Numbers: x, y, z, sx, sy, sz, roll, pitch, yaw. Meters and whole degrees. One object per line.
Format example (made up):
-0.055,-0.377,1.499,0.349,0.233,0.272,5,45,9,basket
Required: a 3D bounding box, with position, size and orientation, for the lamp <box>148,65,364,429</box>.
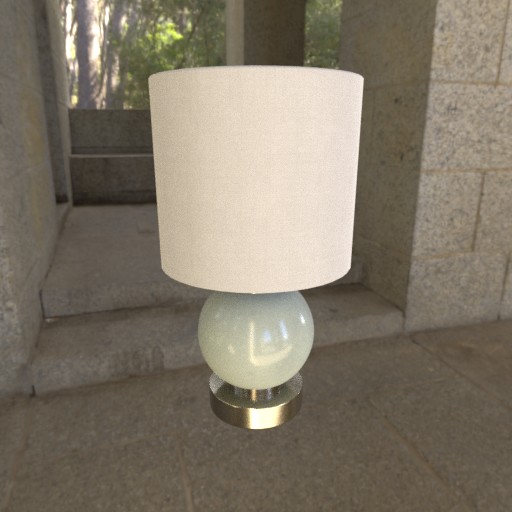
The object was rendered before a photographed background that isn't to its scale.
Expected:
0.000,0.000,0.473,0.201,0.353,0.201,15,22,41,lamp
